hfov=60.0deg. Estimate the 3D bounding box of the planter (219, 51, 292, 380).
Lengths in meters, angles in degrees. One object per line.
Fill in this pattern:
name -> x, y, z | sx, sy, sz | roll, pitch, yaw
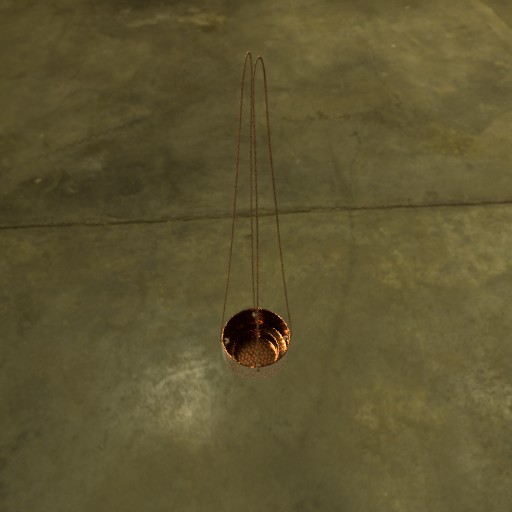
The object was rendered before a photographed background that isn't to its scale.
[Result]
planter -> 0.000, 0.000, 1.138 | 0.223, 1.030, 0.223 | 34, 57, 26
